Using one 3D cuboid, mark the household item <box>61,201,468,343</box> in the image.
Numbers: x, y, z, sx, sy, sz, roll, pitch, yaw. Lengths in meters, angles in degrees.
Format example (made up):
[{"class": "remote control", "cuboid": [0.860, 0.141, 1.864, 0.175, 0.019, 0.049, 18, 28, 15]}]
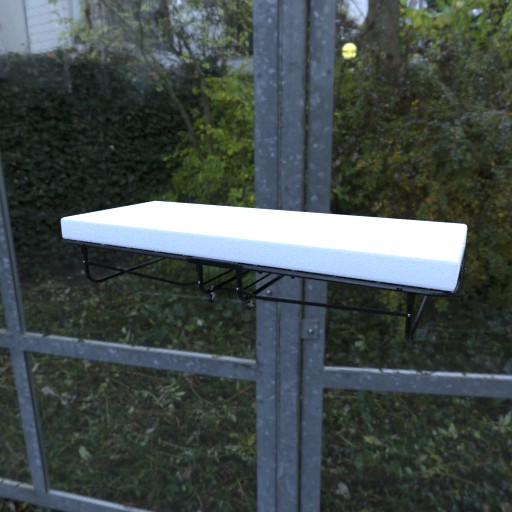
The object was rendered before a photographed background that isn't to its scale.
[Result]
[{"class": "household item", "cuboid": [0.000, 0.000, 2.208, 1.905, 0.356, 0.787, 7, 16, 26]}]
